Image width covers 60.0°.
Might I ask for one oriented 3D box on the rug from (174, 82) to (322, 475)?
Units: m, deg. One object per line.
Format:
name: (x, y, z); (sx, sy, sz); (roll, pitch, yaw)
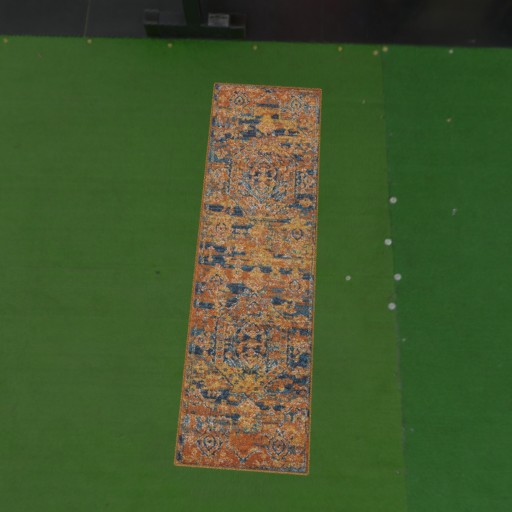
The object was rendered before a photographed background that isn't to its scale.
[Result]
rug: (0.000, 0.000, 2.046); (0.556, 0.013, 1.820); (4, 75, 1)
